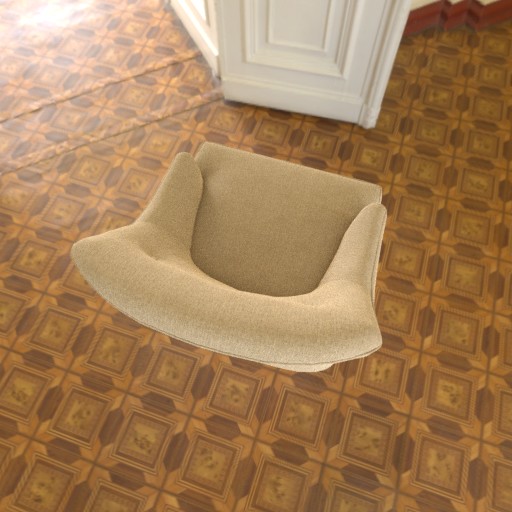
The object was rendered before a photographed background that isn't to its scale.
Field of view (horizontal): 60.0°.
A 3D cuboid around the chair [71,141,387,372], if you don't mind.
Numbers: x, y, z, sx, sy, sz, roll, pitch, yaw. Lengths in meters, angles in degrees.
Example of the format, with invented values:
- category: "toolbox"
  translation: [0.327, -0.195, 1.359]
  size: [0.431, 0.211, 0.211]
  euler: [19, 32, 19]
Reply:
- category: "chair"
  translation: [0.000, 0.000, 1.613]
  size: [0.864, 0.856, 0.923]
  euler: [16, 64, 8]
